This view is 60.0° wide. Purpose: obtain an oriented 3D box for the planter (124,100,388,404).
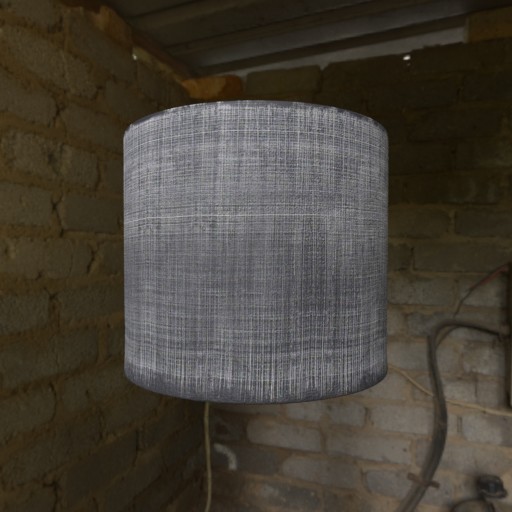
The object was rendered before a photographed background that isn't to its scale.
[{"bbox_3d":[0.000,0.000,0.443,0.254,0.221,0.254,0,-1,0],"label":"planter"}]
